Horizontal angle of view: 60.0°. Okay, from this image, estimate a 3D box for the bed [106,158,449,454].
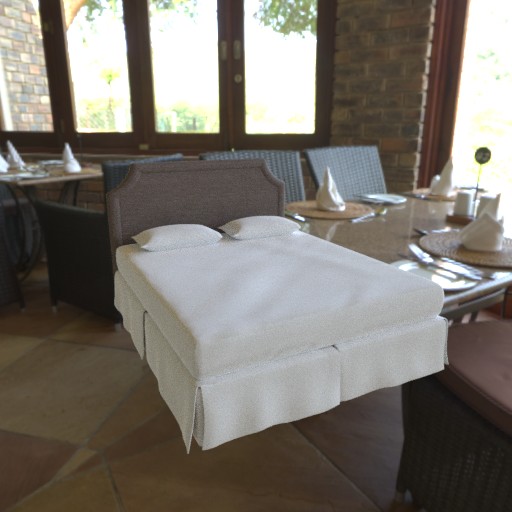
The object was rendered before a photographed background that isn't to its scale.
[{"bbox_3d":[0.000,0.000,4.201,2.350,1.590,2.773,-8,19,-26],"label":"bed"}]
